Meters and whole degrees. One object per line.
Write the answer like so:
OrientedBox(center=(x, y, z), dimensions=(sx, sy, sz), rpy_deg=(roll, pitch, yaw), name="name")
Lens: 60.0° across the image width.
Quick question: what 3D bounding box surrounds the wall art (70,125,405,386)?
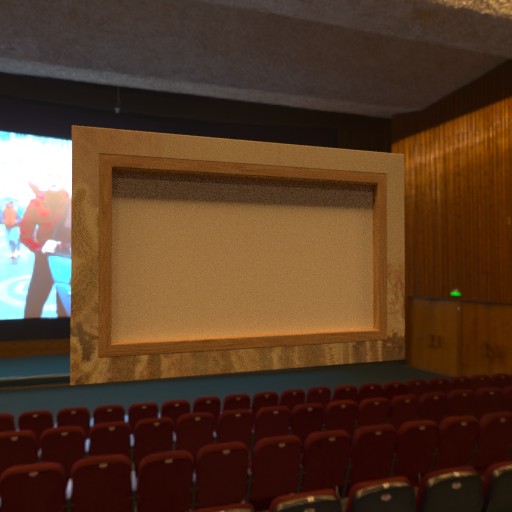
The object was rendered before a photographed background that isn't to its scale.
OrientedBox(center=(0.000, 0.000, 1.481), dimensions=(1.142, 0.758, 0.041), rpy_deg=(0, -1, -18), name="wall art")
